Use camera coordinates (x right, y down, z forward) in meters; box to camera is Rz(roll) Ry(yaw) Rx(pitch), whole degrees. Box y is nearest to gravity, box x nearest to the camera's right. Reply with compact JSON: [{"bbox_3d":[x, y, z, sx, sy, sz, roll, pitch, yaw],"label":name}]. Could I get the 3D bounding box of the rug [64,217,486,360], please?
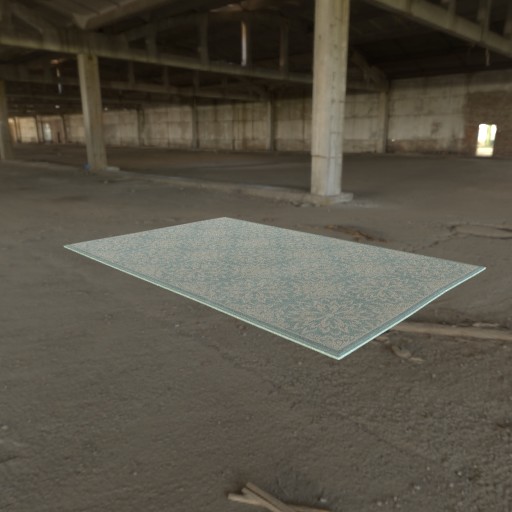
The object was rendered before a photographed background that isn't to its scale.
[{"bbox_3d":[0.000,0.000,2.288,1.840,0.012,1.219,15,21,42],"label":"rug"}]
